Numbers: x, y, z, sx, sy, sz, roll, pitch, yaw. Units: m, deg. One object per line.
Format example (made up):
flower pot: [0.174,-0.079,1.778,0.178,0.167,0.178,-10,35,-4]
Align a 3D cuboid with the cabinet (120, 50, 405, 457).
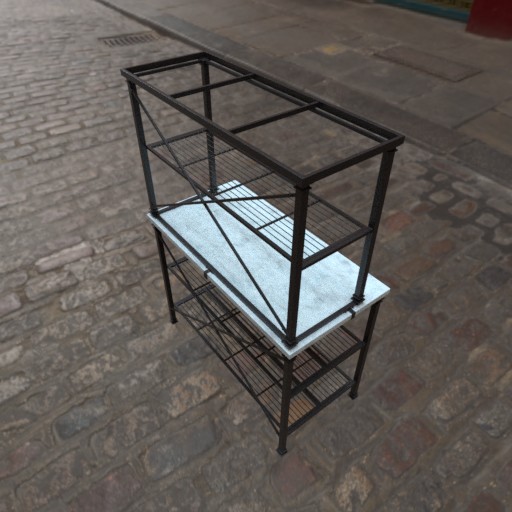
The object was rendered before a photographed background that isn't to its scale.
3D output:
cabinet: [0.000,0.000,2.257,0.610,1.659,1.210,-26,47,-28]
